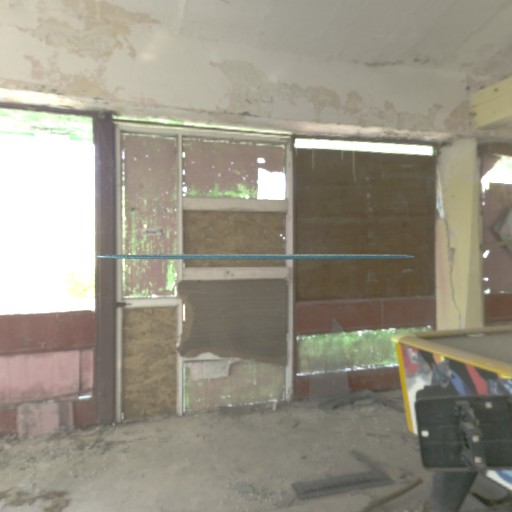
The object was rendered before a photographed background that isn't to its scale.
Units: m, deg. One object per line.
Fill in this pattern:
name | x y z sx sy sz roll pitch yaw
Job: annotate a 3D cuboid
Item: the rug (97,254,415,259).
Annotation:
rug | 0.000 0.000 2.362 1.593 0.012 1.593 0 0 0
